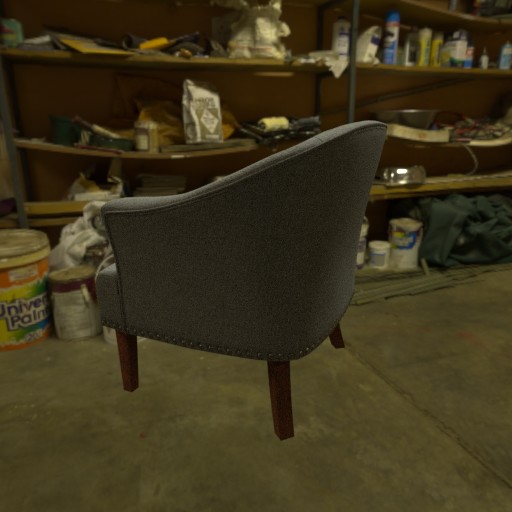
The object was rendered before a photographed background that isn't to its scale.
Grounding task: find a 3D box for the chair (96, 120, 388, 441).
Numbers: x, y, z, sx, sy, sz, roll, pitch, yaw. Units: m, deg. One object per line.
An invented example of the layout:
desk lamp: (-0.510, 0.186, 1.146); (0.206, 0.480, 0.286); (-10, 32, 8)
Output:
chair: (0.000, 0.000, 1.403); (0.704, 0.815, 0.798); (7, 18, 24)
